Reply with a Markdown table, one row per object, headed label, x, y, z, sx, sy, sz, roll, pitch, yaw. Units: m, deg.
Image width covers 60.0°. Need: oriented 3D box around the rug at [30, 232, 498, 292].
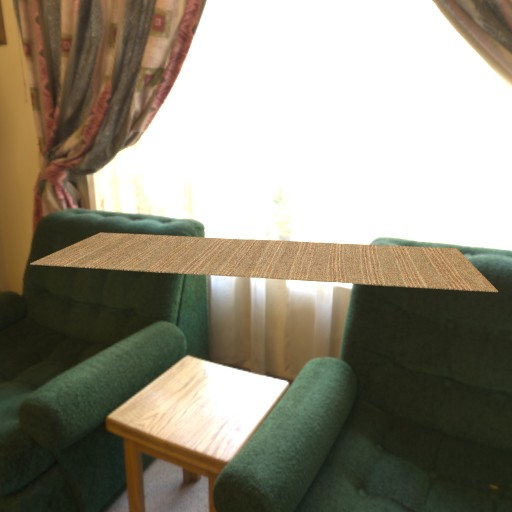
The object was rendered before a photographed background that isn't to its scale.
| label | x | y | z | sx | sy | sz | roll | pitch | yaw |
| --- | --- | --- | --- | --- | --- | --- | --- | --- | --- |
| rug | 0.000 | 0.000 | 2.642 | 2.438 | 0.006 | 0.783 | 3 | 16 | 10 |
